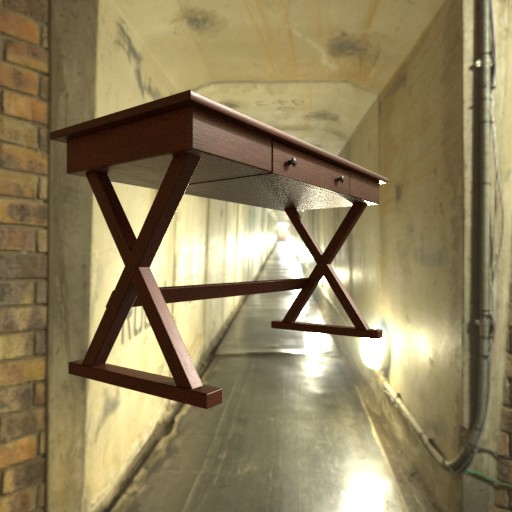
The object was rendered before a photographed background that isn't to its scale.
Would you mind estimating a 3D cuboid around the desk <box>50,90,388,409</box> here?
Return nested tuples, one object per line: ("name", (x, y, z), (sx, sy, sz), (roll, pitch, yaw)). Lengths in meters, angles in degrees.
("desk", (0.000, 0.000, 1.760), (0.600, 0.761, 1.372), (0, -1, 35))
